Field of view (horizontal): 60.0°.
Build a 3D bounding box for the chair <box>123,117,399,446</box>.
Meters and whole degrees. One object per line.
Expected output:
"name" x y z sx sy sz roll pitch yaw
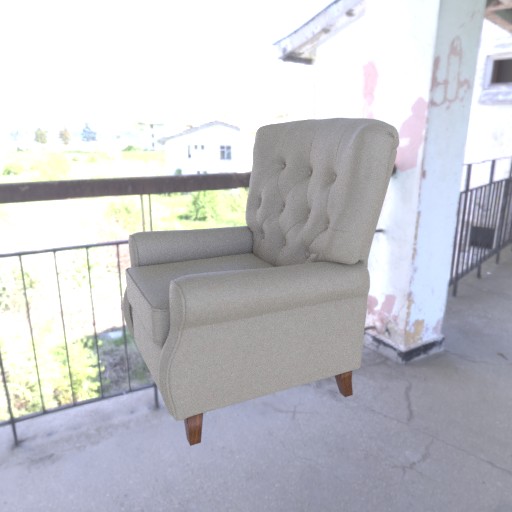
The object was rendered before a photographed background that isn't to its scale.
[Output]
"chair" 0.000 0.000 1.931 1.059 1.158 0.943 -8 18 -25
